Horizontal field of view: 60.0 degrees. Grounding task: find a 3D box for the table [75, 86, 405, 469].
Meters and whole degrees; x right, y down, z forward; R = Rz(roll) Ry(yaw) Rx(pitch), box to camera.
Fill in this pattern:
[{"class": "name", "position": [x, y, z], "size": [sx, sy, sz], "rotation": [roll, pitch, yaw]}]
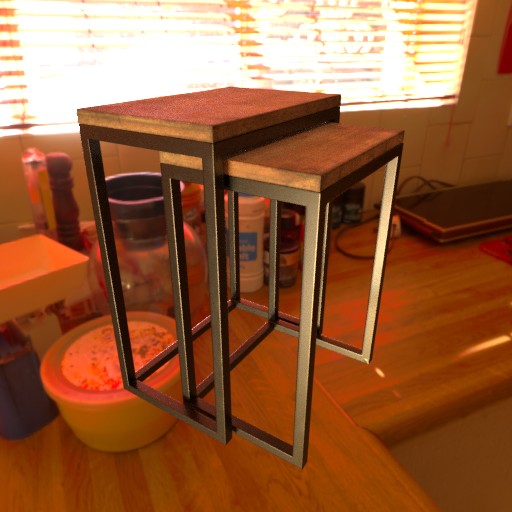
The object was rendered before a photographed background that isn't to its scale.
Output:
[{"class": "table", "position": [0.000, 0.000, 0.937], "size": [0.460, 0.615, 0.456], "rotation": [17, 31, 31]}]
